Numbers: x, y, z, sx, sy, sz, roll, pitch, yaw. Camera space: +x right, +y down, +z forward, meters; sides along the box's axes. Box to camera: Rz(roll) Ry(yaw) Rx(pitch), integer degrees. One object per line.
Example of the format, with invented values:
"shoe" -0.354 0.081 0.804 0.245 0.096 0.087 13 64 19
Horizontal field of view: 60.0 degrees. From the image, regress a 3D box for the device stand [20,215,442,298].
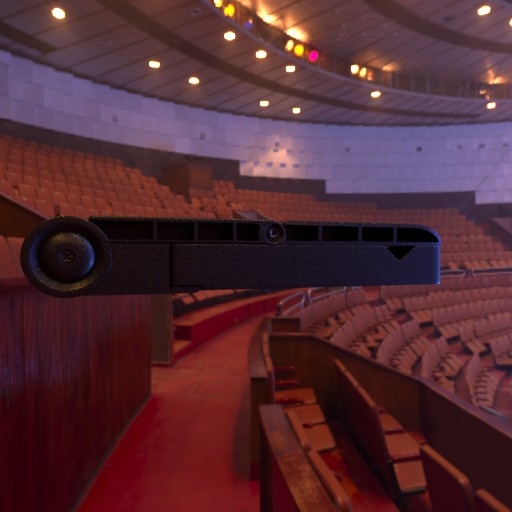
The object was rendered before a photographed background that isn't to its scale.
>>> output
"device stand" 0.000 0.000 0.192 0.179 0.030 0.026 0 0 -18
